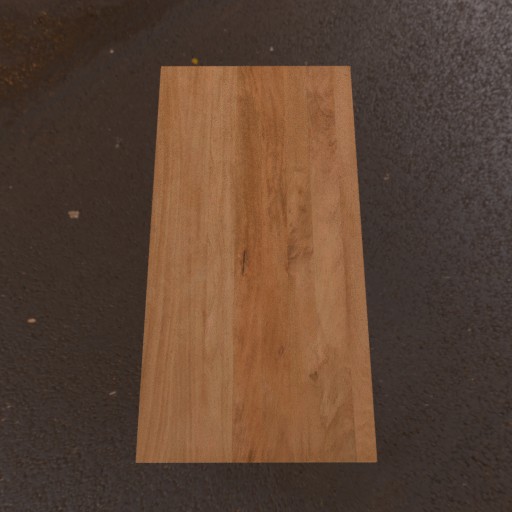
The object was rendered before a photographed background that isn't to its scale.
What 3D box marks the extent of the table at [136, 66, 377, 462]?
[{"bbox_3d":[0.000,0.000,1.652,0.699,0.400,1.348,0,75,0],"label":"table"}]
